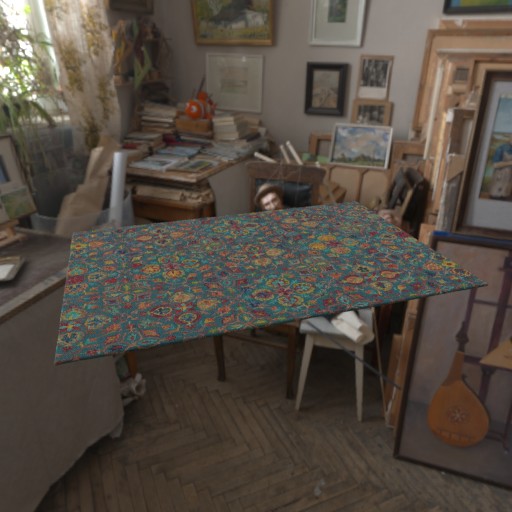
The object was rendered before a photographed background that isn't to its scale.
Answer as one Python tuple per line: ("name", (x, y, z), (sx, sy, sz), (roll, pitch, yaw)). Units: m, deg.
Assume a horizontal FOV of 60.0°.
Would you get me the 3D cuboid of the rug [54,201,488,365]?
("rug", (0.000, 0.000, 2.286), (1.836, 0.014, 1.216), (-8, 27, -16))
